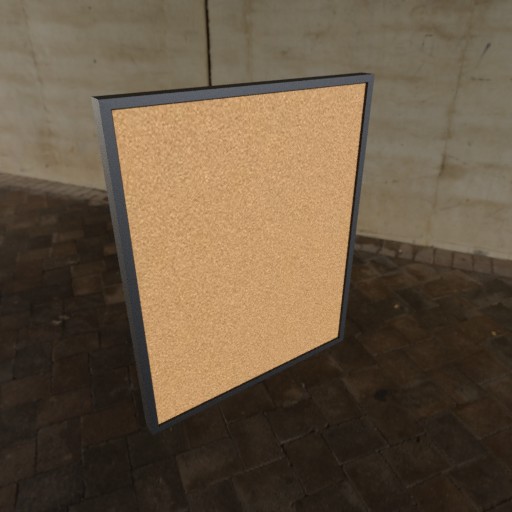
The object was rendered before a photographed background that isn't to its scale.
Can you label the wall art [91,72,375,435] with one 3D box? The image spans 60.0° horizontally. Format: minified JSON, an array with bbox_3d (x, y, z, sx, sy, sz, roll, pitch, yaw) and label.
[{"bbox_3d":[0.000,0.000,0.764,0.457,0.559,0.029,-18,33,-30],"label":"wall art"}]
